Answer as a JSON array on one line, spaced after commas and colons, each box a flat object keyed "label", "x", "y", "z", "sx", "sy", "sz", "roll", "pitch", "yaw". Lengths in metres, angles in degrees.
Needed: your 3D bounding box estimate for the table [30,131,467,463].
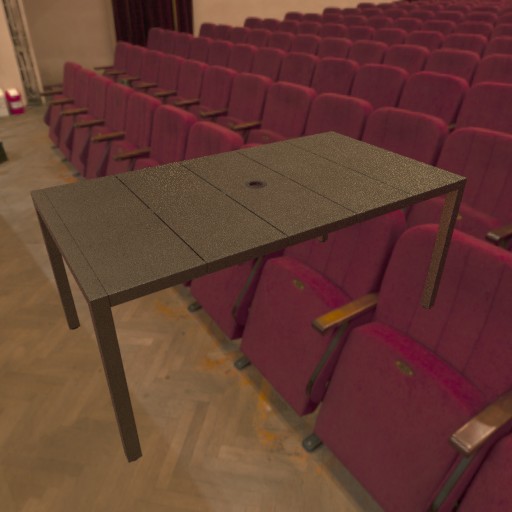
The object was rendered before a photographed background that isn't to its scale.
[{"label": "table", "x": 0.000, "y": 0.000, "z": 2.120, "sx": 1.680, "sy": 0.735, "sz": 0.914, "roll": -19, "pitch": 36, "yaw": -28}]
